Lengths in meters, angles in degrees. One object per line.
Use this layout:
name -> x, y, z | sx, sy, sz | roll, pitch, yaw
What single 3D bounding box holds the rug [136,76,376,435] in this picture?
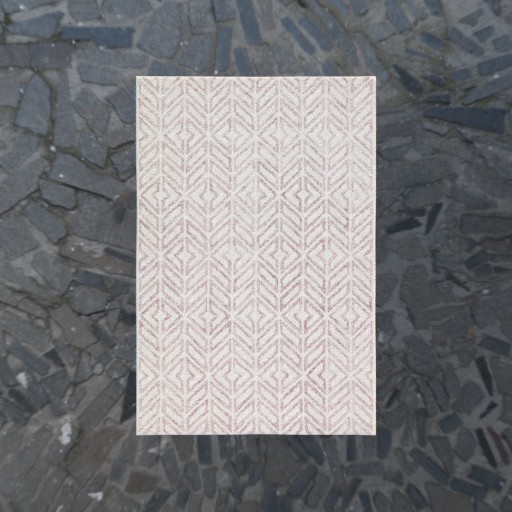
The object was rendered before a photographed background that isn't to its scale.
rug -> 0.000, 0.000, 2.258 | 1.220, 0.007, 1.828 | 0, 90, 0
